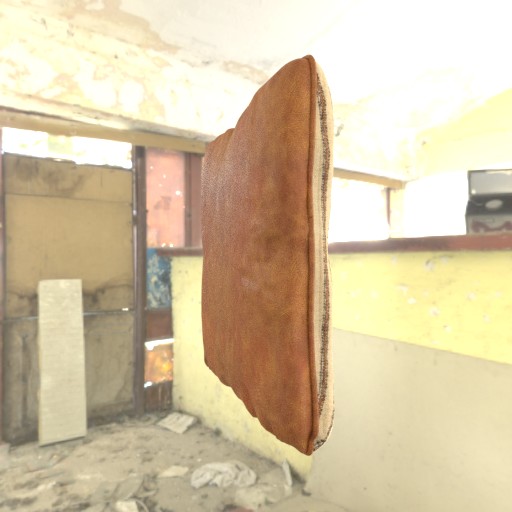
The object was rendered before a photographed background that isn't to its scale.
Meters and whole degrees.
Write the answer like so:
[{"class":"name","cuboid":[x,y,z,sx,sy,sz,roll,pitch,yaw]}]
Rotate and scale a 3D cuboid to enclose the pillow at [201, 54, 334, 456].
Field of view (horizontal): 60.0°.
[{"class":"pillow","cuboid":[0.000,0.000,0.745,0.130,0.490,0.489,0,-1,-18]}]
